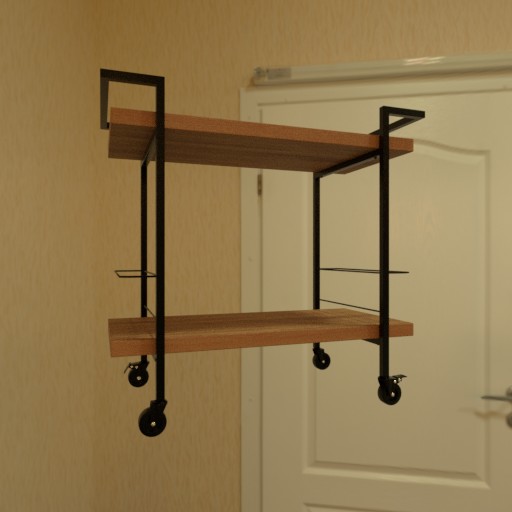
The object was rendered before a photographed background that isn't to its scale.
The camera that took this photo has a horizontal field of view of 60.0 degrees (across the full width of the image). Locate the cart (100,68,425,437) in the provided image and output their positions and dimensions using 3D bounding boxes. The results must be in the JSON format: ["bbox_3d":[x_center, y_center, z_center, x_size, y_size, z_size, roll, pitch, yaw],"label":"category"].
[{"bbox_3d":[0.000,0.000,1.216,0.806,0.762,0.406,0,0,-19],"label":"cart"}]
